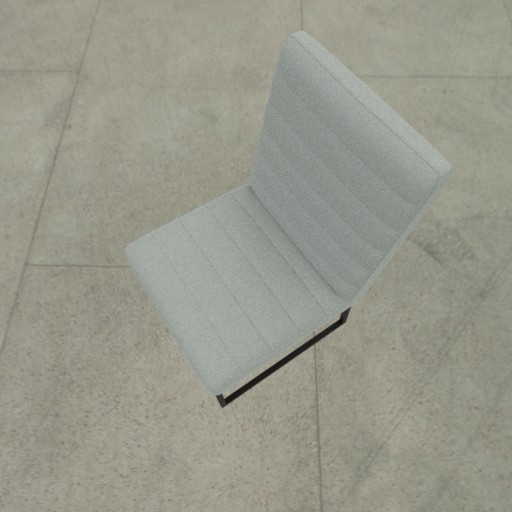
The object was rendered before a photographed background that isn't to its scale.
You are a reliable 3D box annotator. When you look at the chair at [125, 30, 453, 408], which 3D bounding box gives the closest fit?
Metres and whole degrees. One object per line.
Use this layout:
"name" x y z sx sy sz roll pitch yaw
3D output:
"chair" 0.000 0.000 1.288 0.634 0.930 0.520 -31 67 -15
